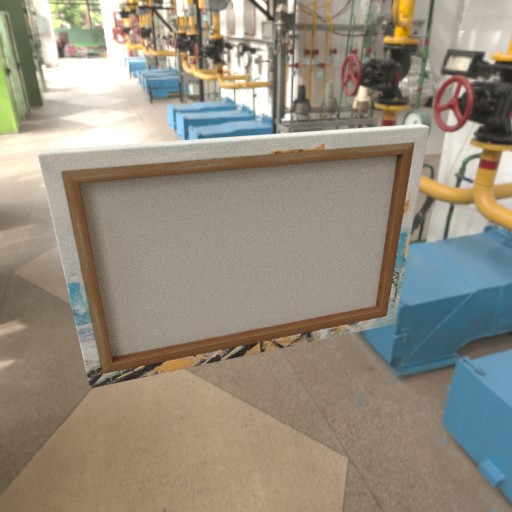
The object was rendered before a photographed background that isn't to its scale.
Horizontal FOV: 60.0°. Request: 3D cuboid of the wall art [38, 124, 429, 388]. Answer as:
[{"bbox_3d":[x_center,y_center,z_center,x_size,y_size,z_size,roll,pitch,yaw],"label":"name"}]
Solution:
[{"bbox_3d":[0.000,0.000,1.148,0.913,0.609,0.038,-8,28,-16],"label":"wall art"}]
